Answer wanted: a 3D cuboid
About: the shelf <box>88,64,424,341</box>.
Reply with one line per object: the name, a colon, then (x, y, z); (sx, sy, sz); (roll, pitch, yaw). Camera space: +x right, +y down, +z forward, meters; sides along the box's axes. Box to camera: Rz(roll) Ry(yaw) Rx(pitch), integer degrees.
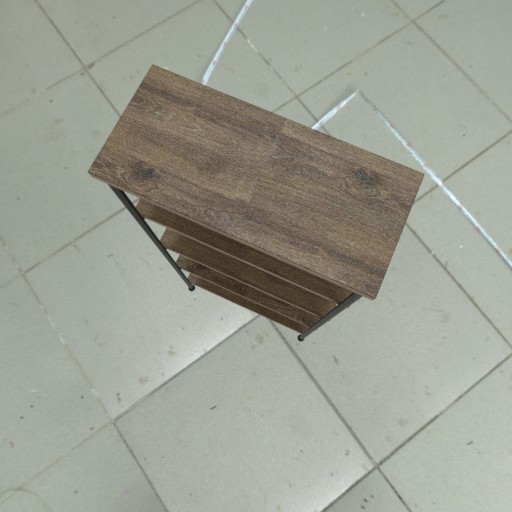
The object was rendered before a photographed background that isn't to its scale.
shelf: (0.000, 0.000, 1.974); (0.800, 1.700, 0.360); (24, 77, 6)
